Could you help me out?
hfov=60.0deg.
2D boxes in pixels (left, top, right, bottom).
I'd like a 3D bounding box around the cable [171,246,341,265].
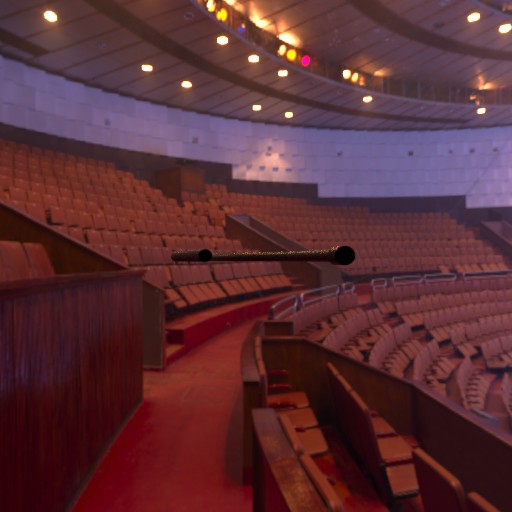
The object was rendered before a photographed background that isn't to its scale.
[{"bbox_3d":[0.000,0.000,0.112,0.041,0.005,0.098,0,-1,-19],"label":"cable"}]
